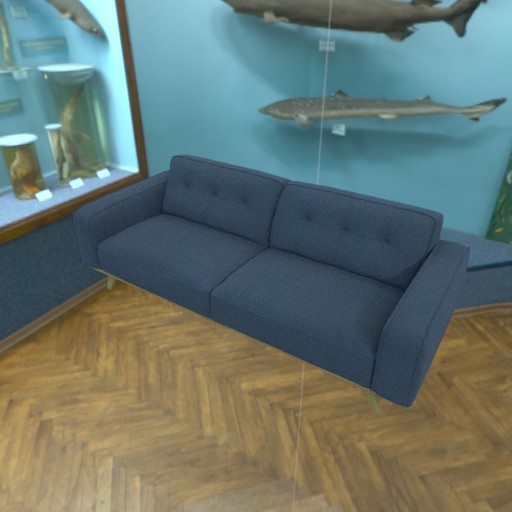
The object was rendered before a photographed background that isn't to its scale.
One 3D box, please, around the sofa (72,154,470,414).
[{"bbox_3d":[0.000,0.000,2.726,2.270,0.782,0.953,19,36,28],"label":"sofa"}]
